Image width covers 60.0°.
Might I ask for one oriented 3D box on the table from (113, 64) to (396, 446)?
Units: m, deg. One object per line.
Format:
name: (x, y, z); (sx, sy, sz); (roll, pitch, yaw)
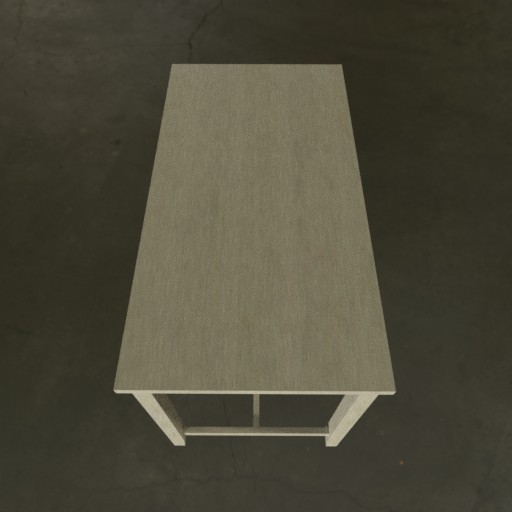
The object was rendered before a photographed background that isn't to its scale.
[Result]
table: (0.000, 0.000, 1.889); (0.729, 0.874, 1.397); (0, 57, 0)
